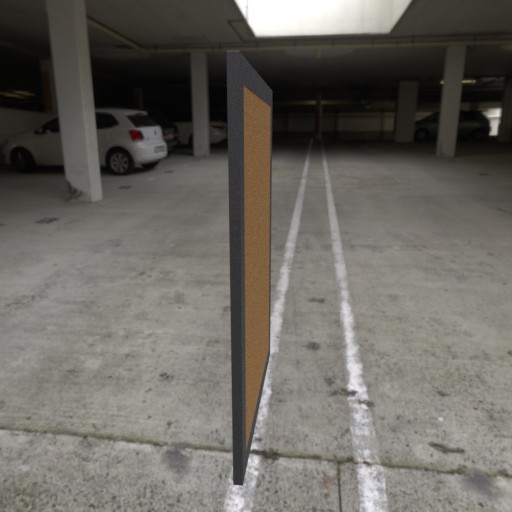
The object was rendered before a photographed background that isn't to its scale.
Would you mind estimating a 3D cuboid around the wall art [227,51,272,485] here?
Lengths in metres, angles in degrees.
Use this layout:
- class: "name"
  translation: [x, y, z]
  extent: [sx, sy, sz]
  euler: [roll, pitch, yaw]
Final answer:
- class: "wall art"
  translation: [0.000, 0.000, 0.705]
  extent: [0.013, 0.534, 0.380]
  euler: [2, 15, 7]
